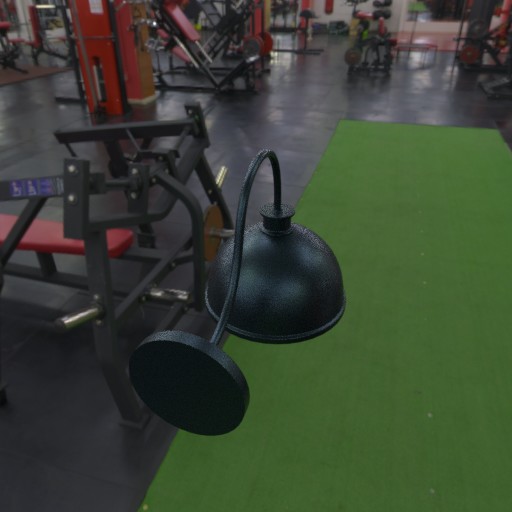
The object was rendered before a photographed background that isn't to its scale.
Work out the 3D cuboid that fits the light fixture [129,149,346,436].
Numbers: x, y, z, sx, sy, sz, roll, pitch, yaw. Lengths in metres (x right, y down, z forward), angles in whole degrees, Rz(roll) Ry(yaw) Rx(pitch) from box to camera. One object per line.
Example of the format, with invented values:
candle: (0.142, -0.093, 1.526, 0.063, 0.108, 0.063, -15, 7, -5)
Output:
light fixture: (0.000, 0.000, 0.642, 0.253, 0.295, 0.467, 10, 32, 16)
